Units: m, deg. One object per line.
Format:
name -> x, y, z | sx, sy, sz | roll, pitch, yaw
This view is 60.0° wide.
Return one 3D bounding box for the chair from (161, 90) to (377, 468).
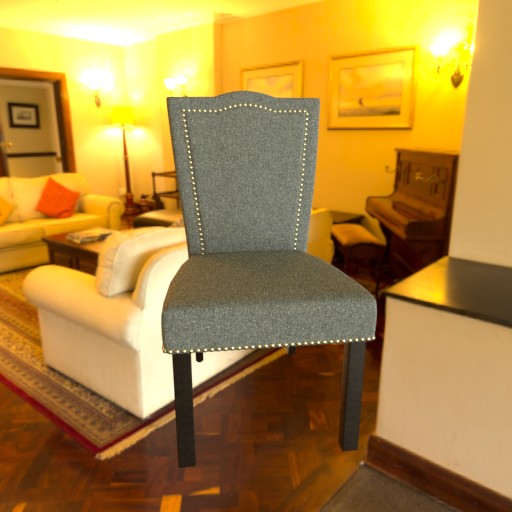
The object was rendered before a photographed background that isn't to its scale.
chair -> 0.000, 0.000, 1.283 | 0.518, 0.946, 0.589 | -2, 15, -8
